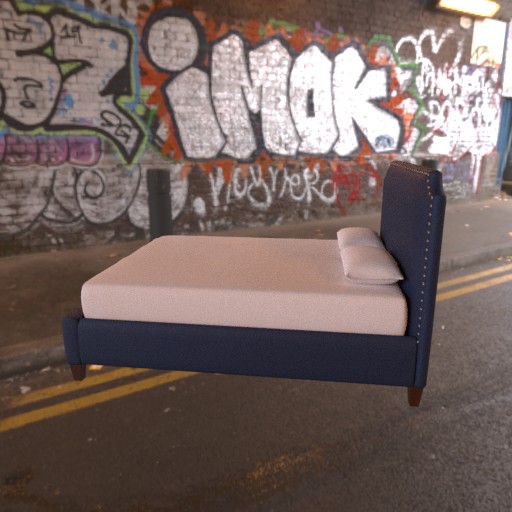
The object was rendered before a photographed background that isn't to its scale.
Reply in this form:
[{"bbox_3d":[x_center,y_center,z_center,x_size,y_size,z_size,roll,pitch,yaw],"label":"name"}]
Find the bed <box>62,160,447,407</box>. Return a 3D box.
[{"bbox_3d":[0.000,0.000,3.500,2.372,1.443,1.712,2,15,8],"label":"bed"}]
